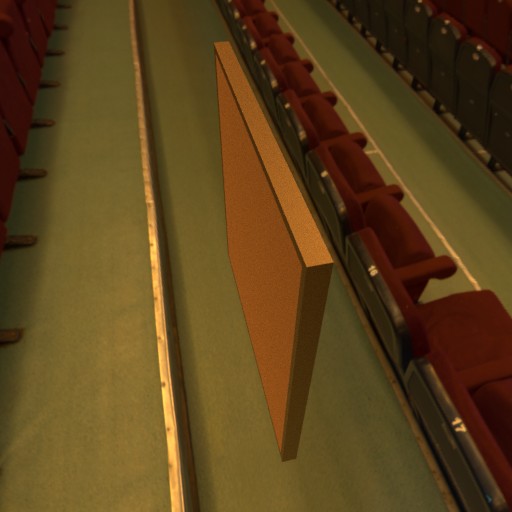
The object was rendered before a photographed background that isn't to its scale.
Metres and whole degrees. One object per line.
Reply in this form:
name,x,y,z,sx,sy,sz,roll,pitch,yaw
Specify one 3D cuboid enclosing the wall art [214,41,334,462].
wall art,0.000,0.000,1.126,0.038,0.762,0.762,-10,48,-9
